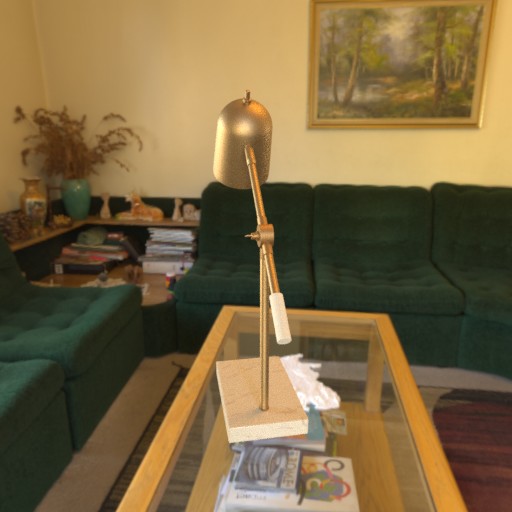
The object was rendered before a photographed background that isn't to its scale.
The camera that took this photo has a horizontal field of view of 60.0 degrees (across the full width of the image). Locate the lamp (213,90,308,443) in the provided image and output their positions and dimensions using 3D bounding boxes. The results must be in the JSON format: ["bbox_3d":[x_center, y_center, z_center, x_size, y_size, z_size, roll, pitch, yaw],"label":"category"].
[{"bbox_3d":[0.000,0.000,0.835,0.144,0.603,0.471,-3,16,-10],"label":"lamp"}]
